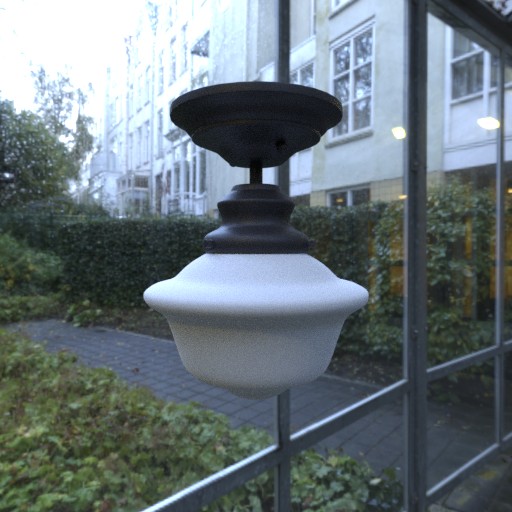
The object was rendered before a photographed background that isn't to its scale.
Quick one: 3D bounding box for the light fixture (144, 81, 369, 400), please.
[{"bbox_3d":[0.000,0.000,0.396,0.197,0.254,0.197,0,1,0],"label":"light fixture"}]
